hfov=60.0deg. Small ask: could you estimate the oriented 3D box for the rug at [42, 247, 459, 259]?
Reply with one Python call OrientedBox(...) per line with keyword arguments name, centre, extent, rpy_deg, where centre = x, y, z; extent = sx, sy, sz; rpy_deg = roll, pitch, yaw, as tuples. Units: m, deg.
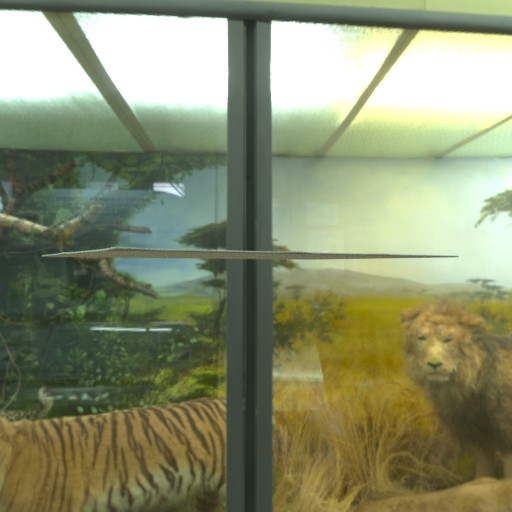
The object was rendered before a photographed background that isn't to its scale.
OrientedBox(name="rug", centre=(0.000, 0.000, 3.072), extent=(2.460, 0.016, 1.545), rpy_deg=(1, -2, -35))
